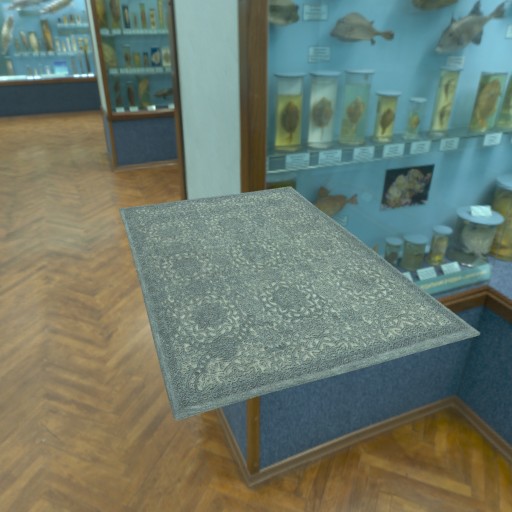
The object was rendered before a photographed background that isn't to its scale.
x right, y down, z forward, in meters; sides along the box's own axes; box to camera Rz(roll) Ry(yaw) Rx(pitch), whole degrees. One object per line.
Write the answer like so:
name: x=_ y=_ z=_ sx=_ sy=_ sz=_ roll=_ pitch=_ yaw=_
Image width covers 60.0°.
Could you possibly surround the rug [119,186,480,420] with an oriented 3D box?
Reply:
rug: x=0.000 y=0.000 z=2.318 sx=1.224 sy=0.016 sz=1.830 roll=-10 pitch=30 yaw=-18
